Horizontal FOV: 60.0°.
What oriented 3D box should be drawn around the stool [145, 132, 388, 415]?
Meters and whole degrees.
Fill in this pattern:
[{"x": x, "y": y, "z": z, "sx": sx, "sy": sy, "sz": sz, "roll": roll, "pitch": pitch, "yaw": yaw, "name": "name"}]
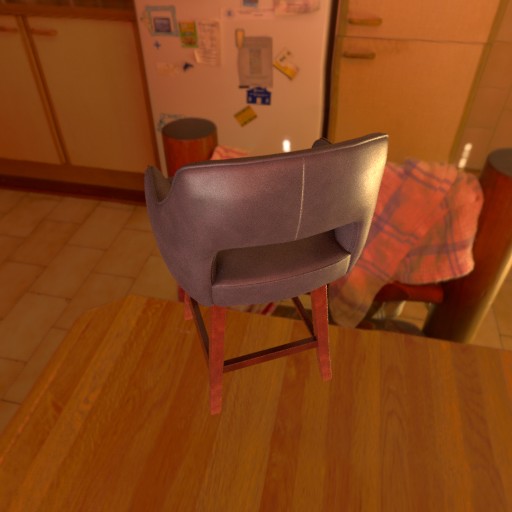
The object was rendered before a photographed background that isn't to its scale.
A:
[{"x": 0.000, "y": 0.000, "z": 1.291, "sx": 0.550, "sy": 0.936, "sz": 0.560, "roll": -12, "pitch": 43, "yaw": -14, "name": "stool"}]
